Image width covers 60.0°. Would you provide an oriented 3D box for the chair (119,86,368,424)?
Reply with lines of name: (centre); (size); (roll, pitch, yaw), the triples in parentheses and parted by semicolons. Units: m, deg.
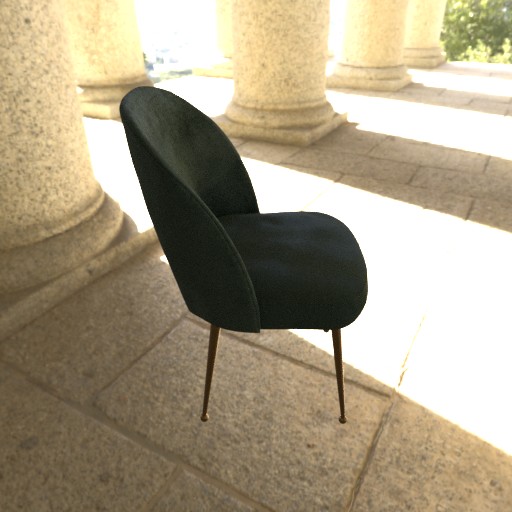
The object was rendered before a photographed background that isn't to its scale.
chair: (0.000, 0.000, 1.214); (0.577, 0.860, 0.527); (0, 31, 1)
